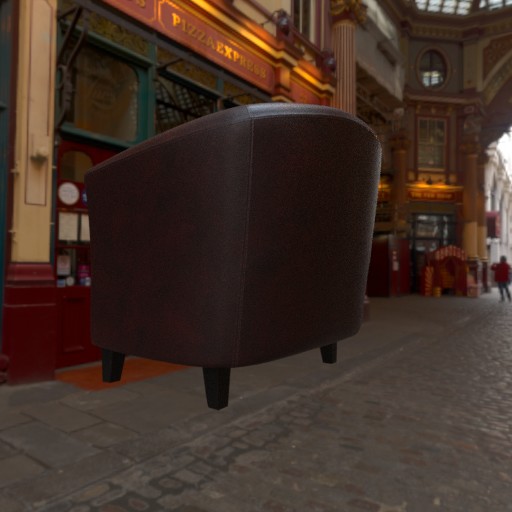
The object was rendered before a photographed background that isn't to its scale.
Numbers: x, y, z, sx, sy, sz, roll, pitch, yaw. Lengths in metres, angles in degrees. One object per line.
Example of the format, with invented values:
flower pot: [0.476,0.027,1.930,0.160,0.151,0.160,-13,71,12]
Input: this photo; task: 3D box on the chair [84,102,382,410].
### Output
chair: [0.000,0.000,1.408,0.727,0.756,0.792,-1,-1,36]
